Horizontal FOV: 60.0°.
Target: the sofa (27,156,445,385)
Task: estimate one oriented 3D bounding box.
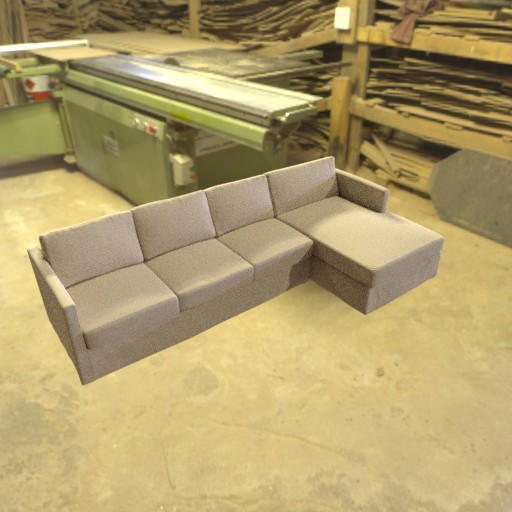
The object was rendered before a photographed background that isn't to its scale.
[{"bbox_3d":[0.000,0.000,3.781,3.206,0.871,1.622,-21,37,-31],"label":"sofa"}]
